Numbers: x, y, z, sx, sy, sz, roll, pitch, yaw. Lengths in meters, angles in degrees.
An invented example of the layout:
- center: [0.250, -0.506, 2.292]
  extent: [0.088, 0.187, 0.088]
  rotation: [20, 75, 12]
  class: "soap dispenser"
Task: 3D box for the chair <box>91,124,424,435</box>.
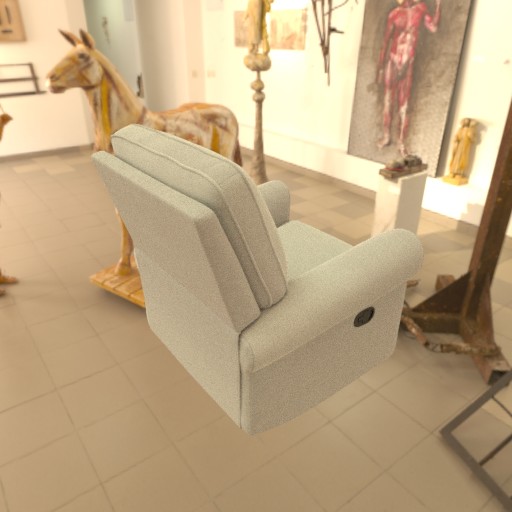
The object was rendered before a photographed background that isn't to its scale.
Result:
- center: [0.000, 0.000, 1.665]
  extent: [0.878, 0.960, 0.890]
  rotation: [-19, 33, -32]
  class: "chair"
